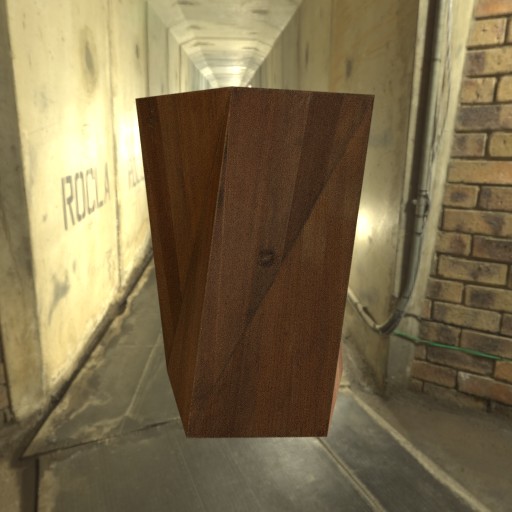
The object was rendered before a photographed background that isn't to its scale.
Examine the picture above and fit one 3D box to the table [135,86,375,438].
[{"bbox_3d":[0.000,0.000,0.906,0.441,0.604,0.425,8,16,28],"label":"table"}]
